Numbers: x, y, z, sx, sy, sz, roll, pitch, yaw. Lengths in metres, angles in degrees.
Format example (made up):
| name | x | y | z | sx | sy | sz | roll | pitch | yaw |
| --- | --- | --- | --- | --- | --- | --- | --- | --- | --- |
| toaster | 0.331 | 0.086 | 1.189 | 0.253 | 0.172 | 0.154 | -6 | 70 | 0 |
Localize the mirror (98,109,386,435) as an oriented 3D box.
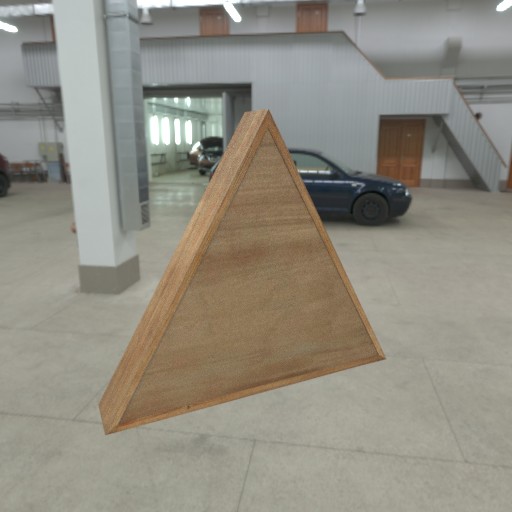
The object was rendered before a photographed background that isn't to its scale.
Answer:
| name | x | y | z | sx | sy | sz | roll | pitch | yaw |
| --- | --- | --- | --- | --- | --- | --- | --- | --- | --- |
| mirror | 0.000 | 0.000 | 0.878 | 0.631 | 0.548 | 0.100 | -7 | 16 | -25 |
